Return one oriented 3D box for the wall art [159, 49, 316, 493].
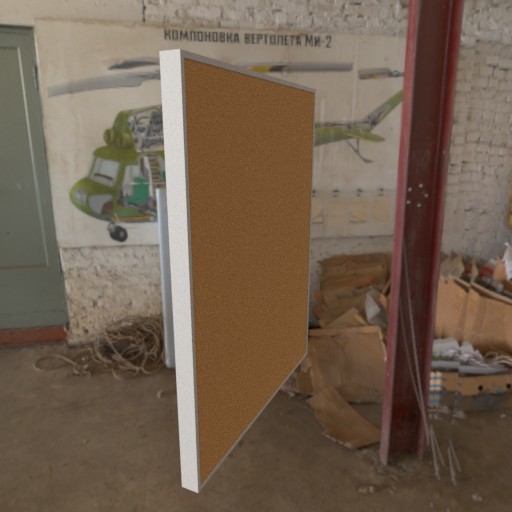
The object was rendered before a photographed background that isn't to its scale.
[{"bbox_3d":[0.000,0.000,1.007,0.055,0.763,0.611,7,17,25],"label":"wall art"}]
